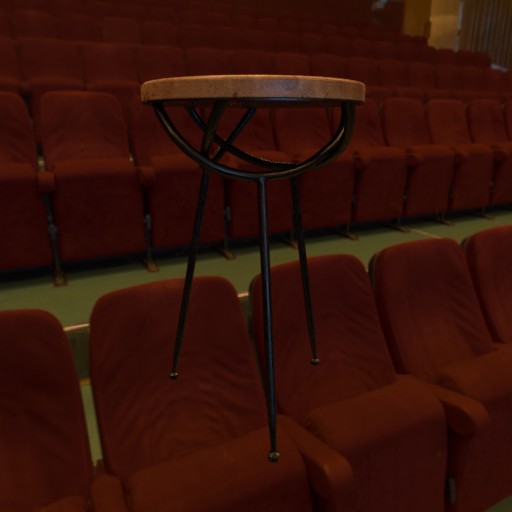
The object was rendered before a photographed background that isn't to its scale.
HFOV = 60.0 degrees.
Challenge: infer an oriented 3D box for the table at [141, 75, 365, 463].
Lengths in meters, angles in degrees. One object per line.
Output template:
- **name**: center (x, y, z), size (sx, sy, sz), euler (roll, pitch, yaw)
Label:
- **table**: center (0.000, 0.000, 0.924), size (0.418, 0.664, 0.414), euler (-9, 19, -26)
